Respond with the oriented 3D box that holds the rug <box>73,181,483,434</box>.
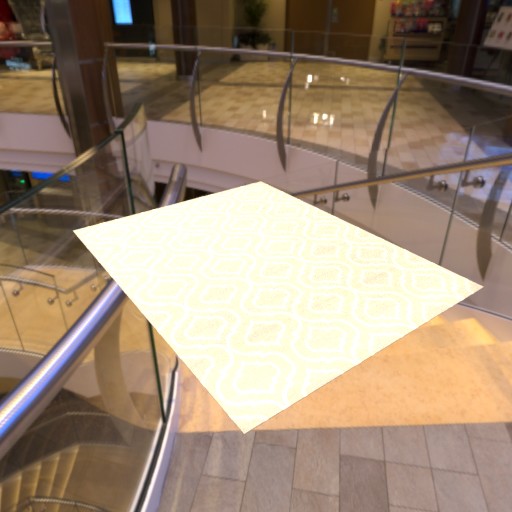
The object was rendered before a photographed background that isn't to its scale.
[{"bbox_3d":[0.000,0.000,3.881,2.283,0.006,2.892,-20,36,-31],"label":"rug"}]
